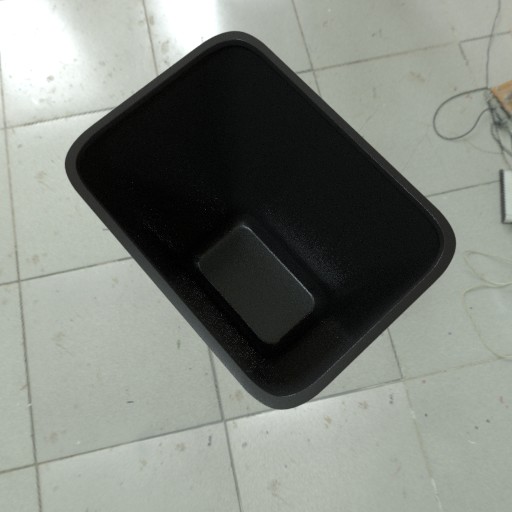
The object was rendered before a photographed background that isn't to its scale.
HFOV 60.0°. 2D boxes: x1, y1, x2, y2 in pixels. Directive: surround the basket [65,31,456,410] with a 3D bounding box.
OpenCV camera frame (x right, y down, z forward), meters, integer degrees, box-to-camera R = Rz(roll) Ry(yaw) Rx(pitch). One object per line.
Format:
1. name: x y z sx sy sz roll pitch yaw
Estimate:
1. basket: 0.000 0.000 0.744 0.287 0.521 0.394 -41 80 -9
